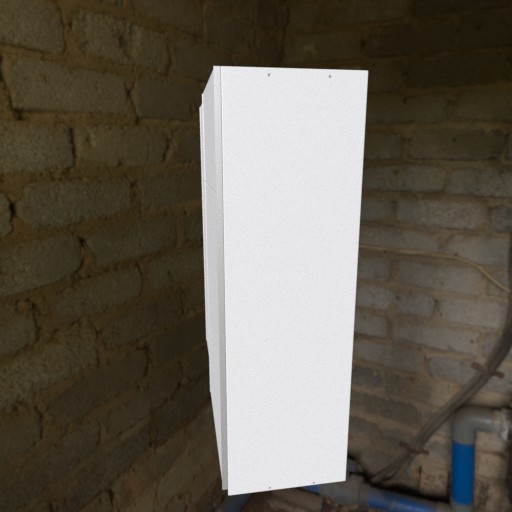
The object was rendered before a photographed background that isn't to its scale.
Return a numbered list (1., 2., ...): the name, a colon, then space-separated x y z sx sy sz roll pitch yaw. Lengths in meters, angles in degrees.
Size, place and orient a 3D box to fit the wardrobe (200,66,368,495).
1. wardrobe: 0.000 0.000 2.832 0.629 1.960 1.780 -2 14 -9
